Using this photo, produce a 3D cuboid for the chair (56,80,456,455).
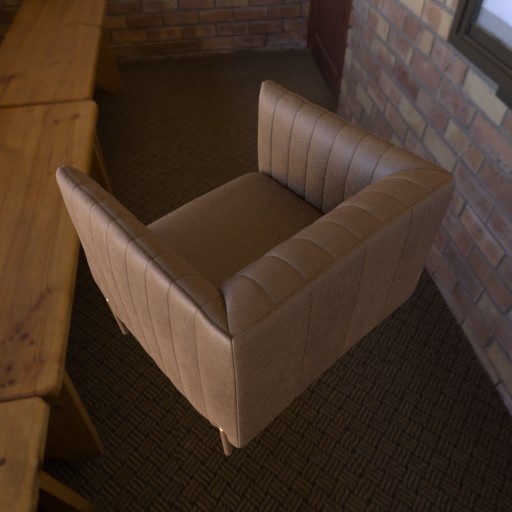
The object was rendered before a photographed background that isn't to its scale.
[{"bbox_3d":[0.000,0.000,1.625,0.981,0.779,0.876,-33,55,-27],"label":"chair"}]
